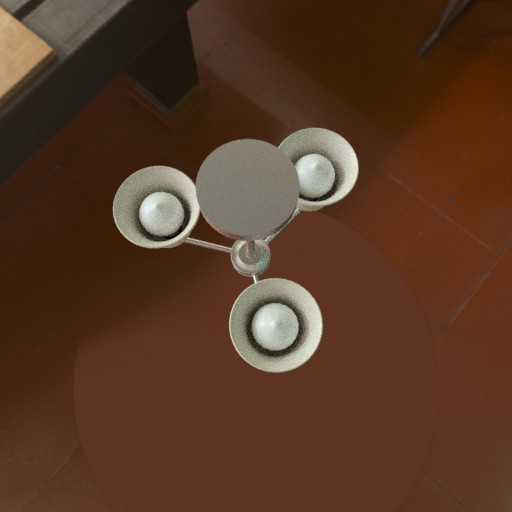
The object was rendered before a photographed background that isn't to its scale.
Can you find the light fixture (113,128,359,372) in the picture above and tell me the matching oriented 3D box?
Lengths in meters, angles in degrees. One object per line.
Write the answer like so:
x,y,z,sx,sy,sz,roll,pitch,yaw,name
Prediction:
0.000,0.000,0.681,0.388,0.370,0.354,-15,76,-4,light fixture
